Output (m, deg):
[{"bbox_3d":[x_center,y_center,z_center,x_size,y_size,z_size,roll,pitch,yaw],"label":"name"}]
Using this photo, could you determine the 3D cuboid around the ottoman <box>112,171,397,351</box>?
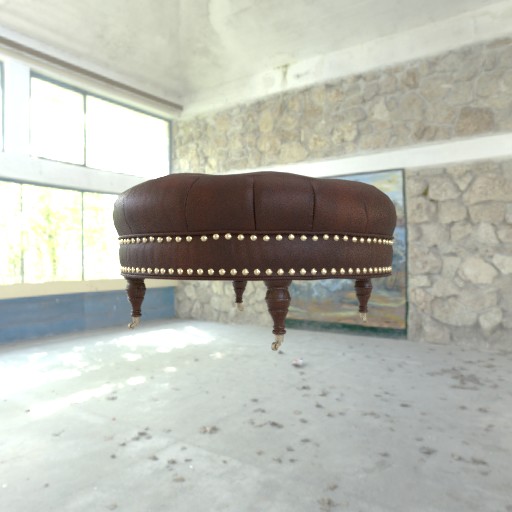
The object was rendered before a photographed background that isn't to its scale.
[{"bbox_3d":[0.000,0.000,1.445,0.901,0.455,0.901,0,0,0],"label":"ottoman"}]
